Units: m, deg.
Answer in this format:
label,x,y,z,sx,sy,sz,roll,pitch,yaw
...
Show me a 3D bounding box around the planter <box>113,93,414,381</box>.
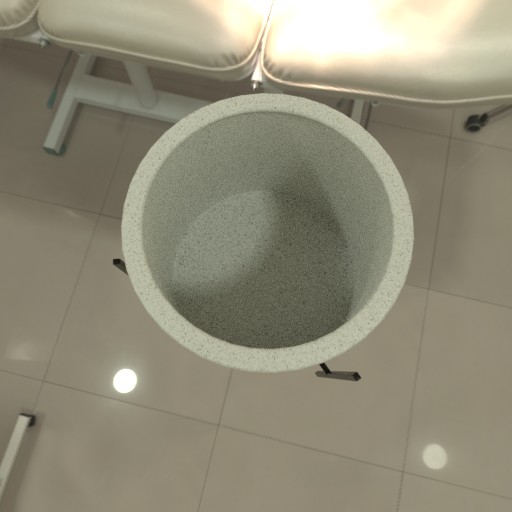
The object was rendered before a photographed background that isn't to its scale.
label,x,y,z,sx,sy,sz,roll,pitch,yaw
planter,0.000,0.000,0.534,0.263,0.362,0.267,13,76,3
